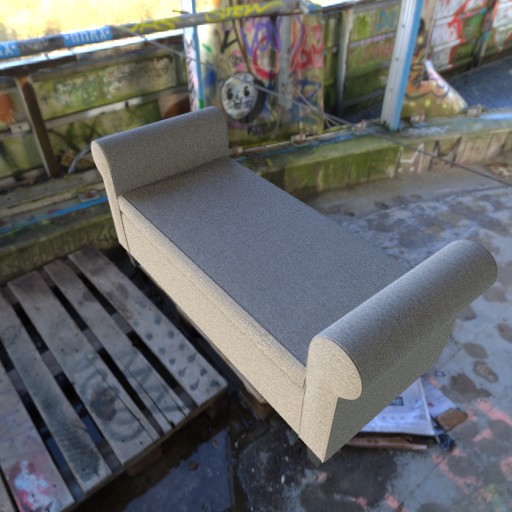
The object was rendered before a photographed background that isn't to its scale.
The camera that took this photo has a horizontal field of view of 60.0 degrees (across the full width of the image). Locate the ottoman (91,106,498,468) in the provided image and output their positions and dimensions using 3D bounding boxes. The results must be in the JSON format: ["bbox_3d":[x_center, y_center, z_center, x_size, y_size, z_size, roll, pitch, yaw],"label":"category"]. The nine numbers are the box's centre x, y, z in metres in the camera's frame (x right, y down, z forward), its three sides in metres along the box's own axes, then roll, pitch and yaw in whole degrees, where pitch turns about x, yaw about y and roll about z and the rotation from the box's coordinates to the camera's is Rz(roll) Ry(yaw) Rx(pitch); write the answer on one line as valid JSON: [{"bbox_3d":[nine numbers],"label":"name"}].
[{"bbox_3d":[0.000,0.000,1.469,0.521,0.547,1.256,-27,47,-29],"label":"ottoman"}]
